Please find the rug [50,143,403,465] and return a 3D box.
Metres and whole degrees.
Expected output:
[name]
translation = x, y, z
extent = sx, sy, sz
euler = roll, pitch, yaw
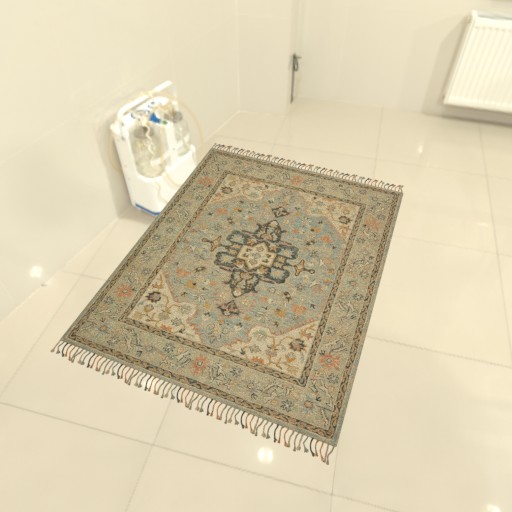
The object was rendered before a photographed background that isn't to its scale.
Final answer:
[rug]
translation = 0.000, 0.000, 2.325
extent = 1.278, 0.009, 1.730
euler = 16, 50, 14
